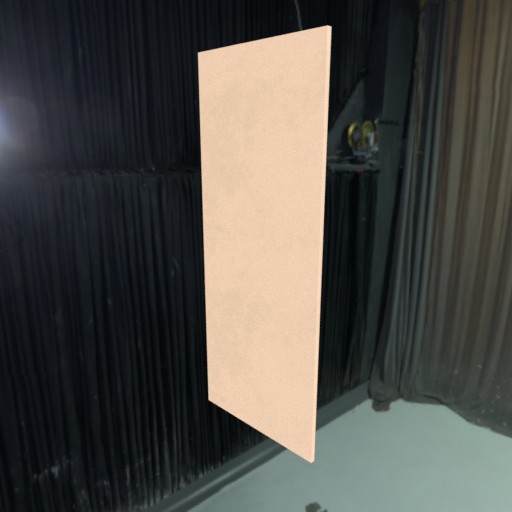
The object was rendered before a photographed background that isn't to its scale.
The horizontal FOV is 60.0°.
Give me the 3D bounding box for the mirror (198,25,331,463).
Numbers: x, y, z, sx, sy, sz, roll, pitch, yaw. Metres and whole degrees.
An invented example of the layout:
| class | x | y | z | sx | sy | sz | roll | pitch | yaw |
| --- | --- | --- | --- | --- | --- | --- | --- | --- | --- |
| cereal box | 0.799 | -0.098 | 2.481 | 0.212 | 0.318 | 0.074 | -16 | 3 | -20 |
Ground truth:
| class | x | y | z | sx | sy | sz | roll | pitch | yaw |
| --- | --- | --- | --- | --- | --- | --- | --- | --- | --- |
| mirror | 0.000 | 0.000 | 2.287 | 0.812 | 2.031 | 0.026 | 14 | 20 | 42 |
